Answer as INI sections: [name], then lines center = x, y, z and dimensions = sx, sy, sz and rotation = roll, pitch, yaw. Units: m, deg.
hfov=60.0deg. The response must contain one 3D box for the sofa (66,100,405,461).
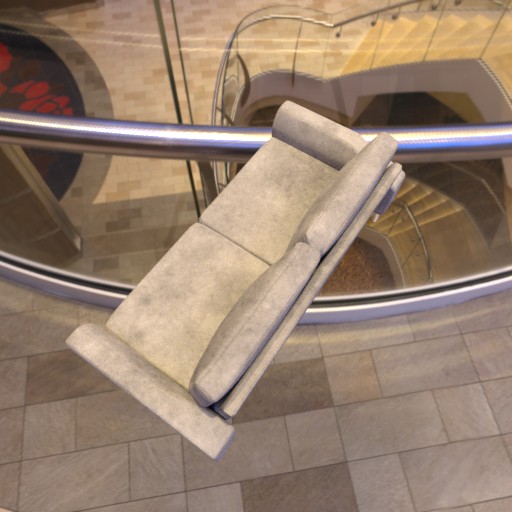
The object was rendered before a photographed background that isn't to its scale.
[sofa]
center = 0.000, 0.000, 2.355
dimensions = 0.849, 0.859, 1.837
rotation = 31, 66, 16
